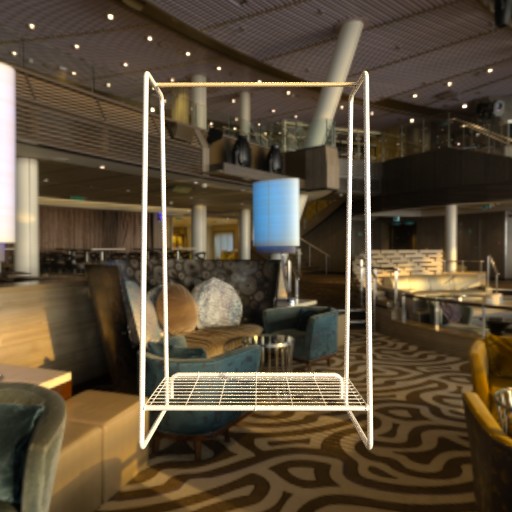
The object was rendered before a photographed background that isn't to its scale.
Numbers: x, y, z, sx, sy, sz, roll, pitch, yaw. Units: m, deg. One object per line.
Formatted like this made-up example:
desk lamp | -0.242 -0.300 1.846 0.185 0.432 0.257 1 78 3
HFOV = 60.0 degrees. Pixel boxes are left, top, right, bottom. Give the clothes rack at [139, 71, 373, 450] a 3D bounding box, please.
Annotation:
clothes rack | 0.000 0.000 1.931 0.900 1.500 0.495 0 1 0
